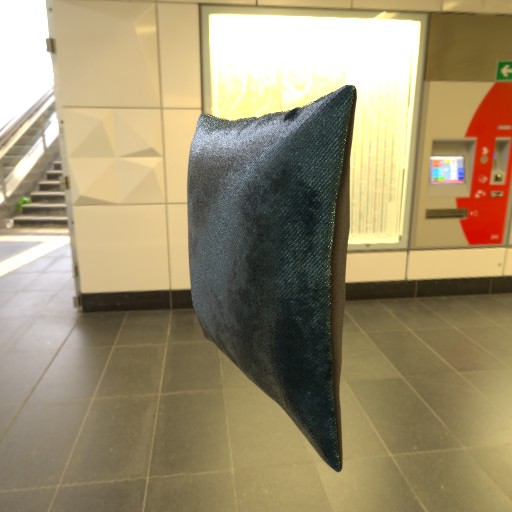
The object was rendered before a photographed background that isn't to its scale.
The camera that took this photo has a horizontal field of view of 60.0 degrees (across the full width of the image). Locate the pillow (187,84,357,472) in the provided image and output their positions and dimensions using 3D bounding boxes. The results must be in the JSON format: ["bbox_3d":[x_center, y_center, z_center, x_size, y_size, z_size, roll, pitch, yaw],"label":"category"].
[{"bbox_3d":[0.000,0.000,0.646,0.138,0.430,0.436,-7,16,-26],"label":"pillow"}]
